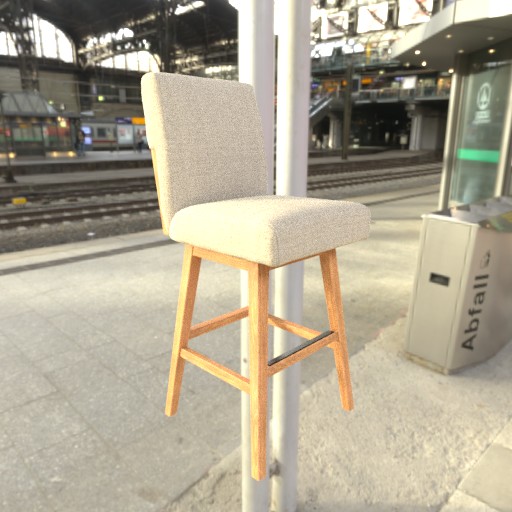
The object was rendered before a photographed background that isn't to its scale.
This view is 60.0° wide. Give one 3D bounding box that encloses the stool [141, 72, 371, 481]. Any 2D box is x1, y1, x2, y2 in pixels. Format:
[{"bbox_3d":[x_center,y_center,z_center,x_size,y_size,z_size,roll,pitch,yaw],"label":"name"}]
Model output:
[{"bbox_3d":[0.000,0.000,1.411,0.569,1.106,0.483,14,20,42],"label":"stool"}]
